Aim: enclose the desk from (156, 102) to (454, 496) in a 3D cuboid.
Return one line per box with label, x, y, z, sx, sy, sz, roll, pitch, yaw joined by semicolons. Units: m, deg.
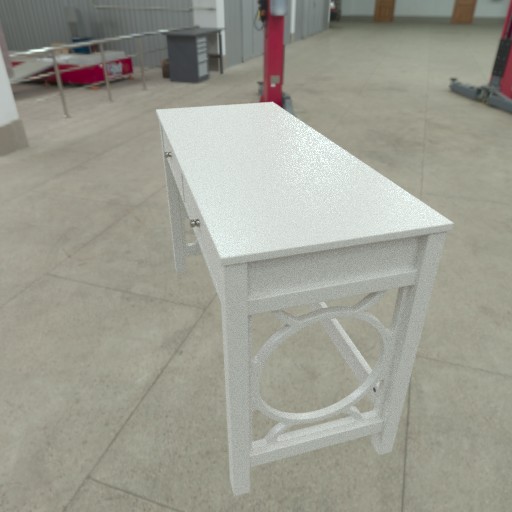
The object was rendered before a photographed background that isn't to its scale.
desk;0.000;0.000;1.539;0.504;0.762;1.191;-9;32;-14
